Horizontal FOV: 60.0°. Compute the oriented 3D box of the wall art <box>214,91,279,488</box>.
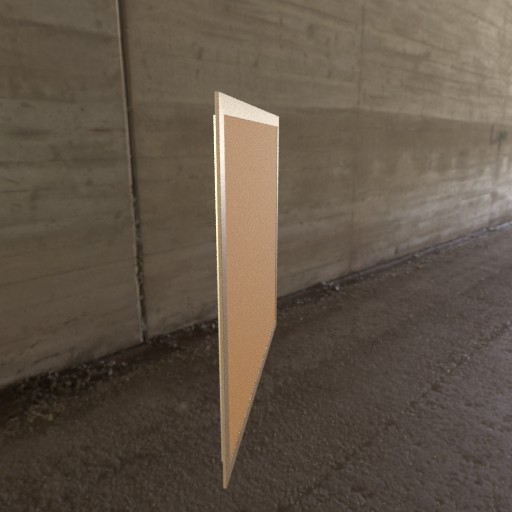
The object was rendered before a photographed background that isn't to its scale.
[{"bbox_3d":[0.000,0.000,1.686,0.025,1.067,1.168,2,15,9],"label":"wall art"}]
